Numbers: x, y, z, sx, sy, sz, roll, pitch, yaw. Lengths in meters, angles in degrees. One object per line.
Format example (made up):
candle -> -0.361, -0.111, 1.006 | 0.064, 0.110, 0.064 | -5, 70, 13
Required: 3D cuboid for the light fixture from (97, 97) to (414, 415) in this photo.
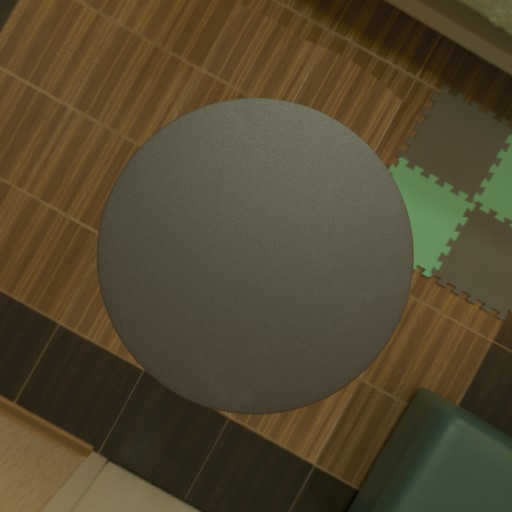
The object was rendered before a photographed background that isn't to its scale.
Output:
light fixture -> 0.000, 0.000, 0.544 | 0.356, 0.102, 0.356 | 0, 89, -1
